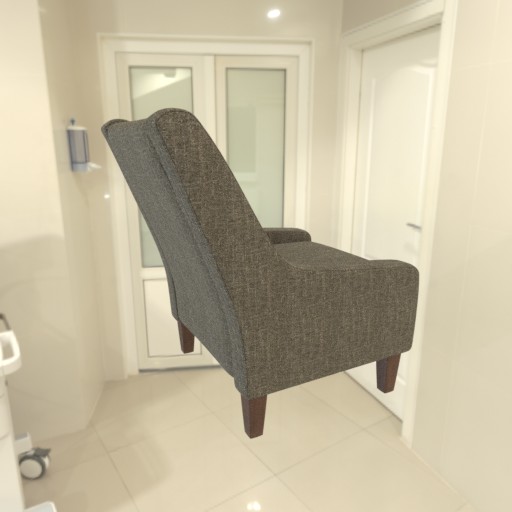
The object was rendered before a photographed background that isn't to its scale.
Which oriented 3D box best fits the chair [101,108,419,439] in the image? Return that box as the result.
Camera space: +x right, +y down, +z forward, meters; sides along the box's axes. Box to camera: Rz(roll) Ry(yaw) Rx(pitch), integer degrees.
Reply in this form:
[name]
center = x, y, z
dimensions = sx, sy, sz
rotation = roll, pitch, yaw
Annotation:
[chair]
center = 0.000, 0.000, 1.695
dimensions = 0.944, 1.012, 0.793
rotation = -8, 17, -27
